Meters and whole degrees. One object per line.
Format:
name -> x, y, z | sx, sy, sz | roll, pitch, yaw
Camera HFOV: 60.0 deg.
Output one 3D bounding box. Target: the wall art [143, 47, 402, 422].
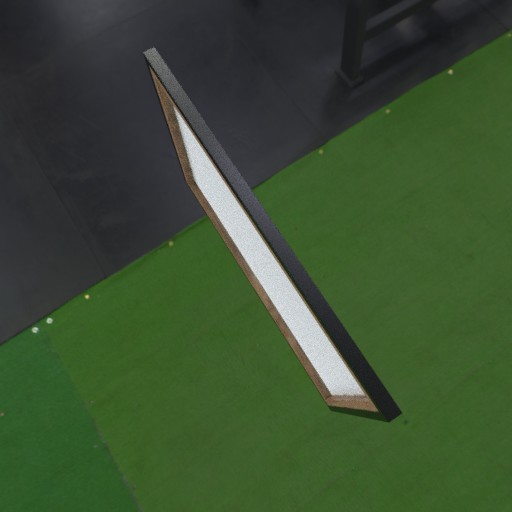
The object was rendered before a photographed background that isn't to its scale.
wall art -> 0.000, 0.000, 0.845 | 0.022, 0.446, 0.659 | -31, 75, -9
